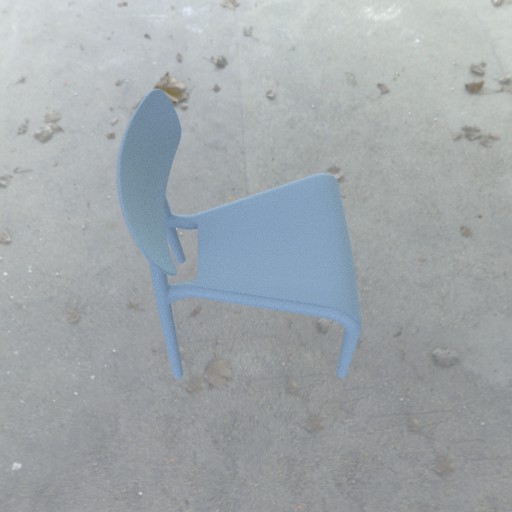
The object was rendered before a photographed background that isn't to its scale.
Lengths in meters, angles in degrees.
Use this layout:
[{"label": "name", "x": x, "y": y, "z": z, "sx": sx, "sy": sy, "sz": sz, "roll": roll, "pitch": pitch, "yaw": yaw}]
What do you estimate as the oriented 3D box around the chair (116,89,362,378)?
[{"label": "chair", "x": 0.000, "y": 0.000, "z": 0.842, "sx": 0.401, "sy": 0.580, "sz": 0.356, "roll": -3, "pitch": 63, "yaw": -1}]
